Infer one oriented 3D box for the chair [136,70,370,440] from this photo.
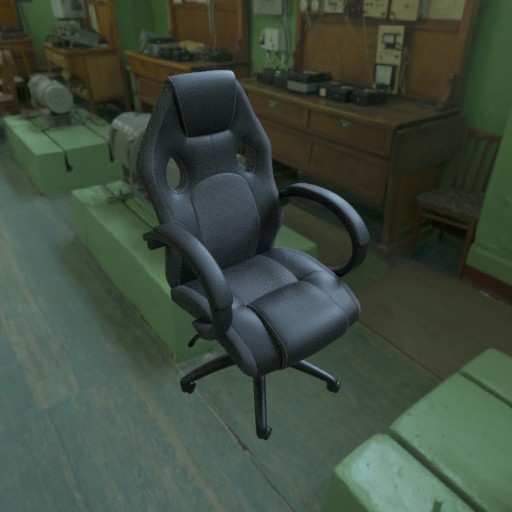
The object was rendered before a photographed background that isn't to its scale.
[{"bbox_3d":[0.000,0.000,1.628,0.673,1.187,0.724,-21,37,-31],"label":"chair"}]
